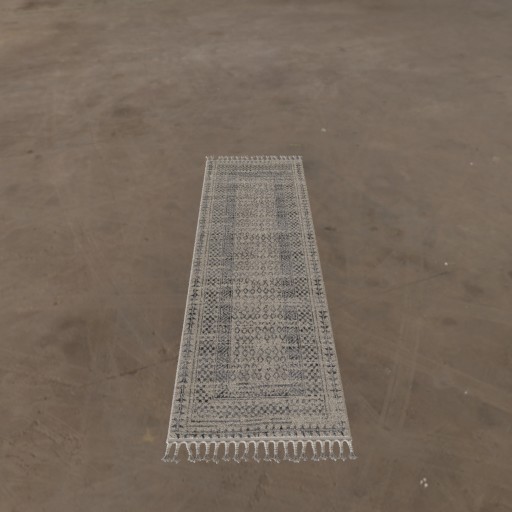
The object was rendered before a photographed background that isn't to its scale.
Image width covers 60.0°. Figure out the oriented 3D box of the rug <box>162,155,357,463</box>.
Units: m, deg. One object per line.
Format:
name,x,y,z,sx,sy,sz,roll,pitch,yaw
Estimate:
rug,0.000,0.000,2.685,0.786,0.013,2.480,0,42,-1
